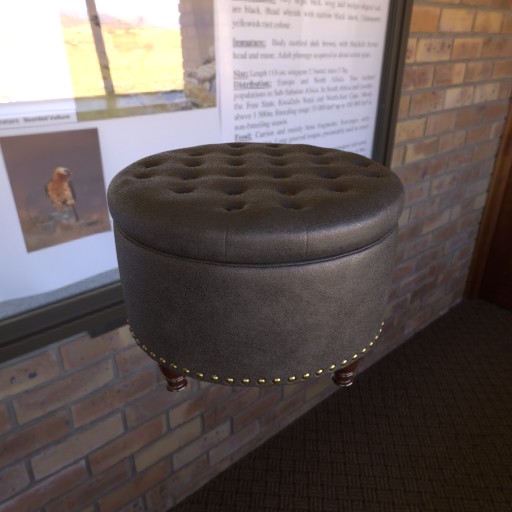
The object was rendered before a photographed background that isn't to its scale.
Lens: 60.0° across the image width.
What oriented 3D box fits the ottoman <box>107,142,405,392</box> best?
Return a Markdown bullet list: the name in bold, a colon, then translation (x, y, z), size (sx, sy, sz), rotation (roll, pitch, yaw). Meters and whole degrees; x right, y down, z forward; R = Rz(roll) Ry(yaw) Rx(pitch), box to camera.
- **ottoman**: translation (0.000, 0.000, 1.067), size (0.637, 0.442, 0.637), rotation (0, 26, 0)
